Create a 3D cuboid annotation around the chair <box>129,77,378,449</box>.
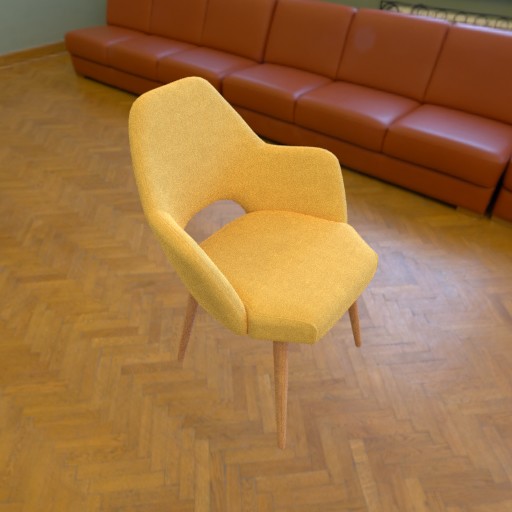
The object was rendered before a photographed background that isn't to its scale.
[{"bbox_3d":[0.000,0.000,1.258,0.610,0.840,0.590,27,47,28],"label":"chair"}]
